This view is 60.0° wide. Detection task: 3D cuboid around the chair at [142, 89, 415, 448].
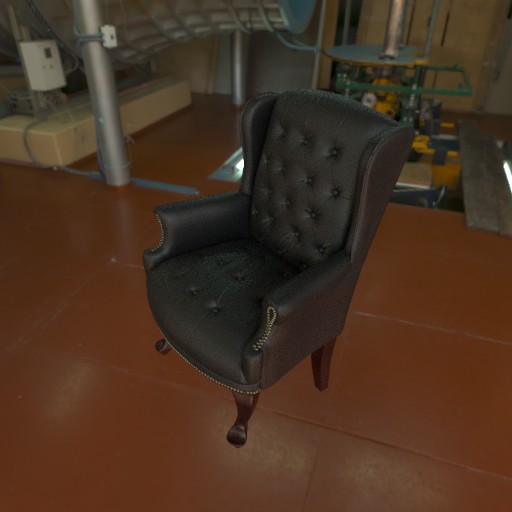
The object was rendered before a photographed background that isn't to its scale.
[{"bbox_3d":[0.000,0.000,1.720,0.822,1.133,0.831,-22,38,-30],"label":"chair"}]
